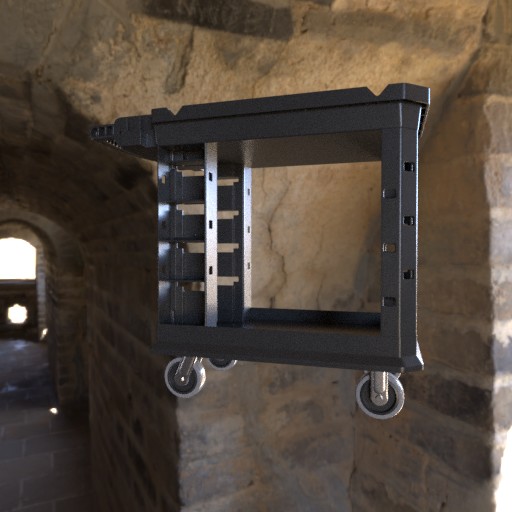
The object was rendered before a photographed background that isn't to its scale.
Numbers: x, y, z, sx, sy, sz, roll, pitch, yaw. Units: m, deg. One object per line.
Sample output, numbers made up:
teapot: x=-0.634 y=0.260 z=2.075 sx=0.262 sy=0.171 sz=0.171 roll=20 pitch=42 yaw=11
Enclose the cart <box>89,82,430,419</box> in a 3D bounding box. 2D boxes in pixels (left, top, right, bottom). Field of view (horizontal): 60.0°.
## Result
cart: x=0.000 y=0.000 z=1.493 sx=1.061 sy=0.884 sz=0.497 roll=0 pitch=1 yaw=17
